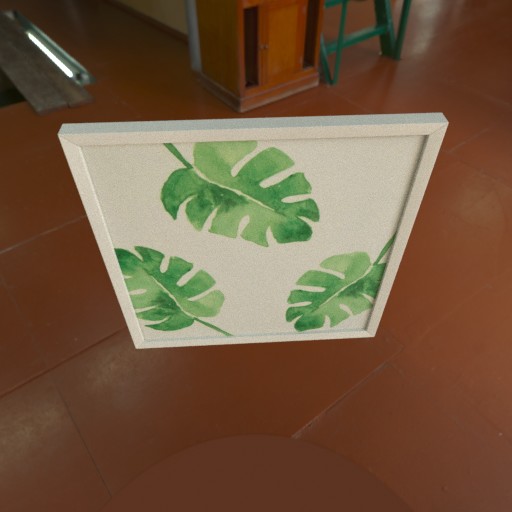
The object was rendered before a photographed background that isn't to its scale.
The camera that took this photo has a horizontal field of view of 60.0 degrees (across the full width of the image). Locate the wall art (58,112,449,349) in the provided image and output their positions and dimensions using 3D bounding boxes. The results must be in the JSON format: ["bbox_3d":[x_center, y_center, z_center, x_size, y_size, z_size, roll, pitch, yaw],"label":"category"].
[{"bbox_3d":[0.000,0.000,1.150,0.762,0.762,0.040,-2,46,-2],"label":"wall art"}]
